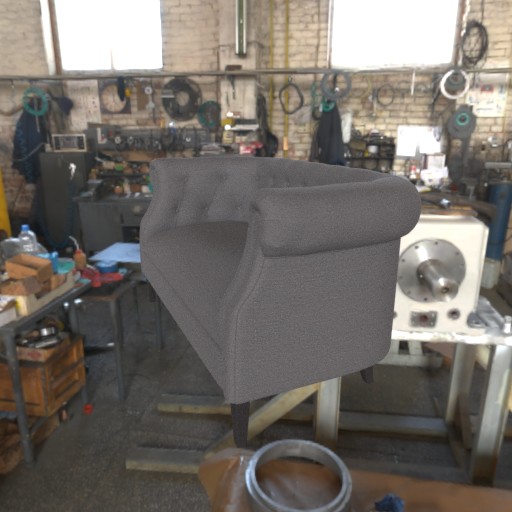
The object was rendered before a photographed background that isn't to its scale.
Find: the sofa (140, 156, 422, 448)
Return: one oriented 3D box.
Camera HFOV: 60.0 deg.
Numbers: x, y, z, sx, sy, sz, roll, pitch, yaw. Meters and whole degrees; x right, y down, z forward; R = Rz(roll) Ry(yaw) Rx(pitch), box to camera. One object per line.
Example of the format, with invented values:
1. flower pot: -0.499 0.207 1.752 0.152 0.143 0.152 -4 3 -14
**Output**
1. sofa: 0.000 0.000 2.057 0.835 0.827 1.558 -7 18 -24
